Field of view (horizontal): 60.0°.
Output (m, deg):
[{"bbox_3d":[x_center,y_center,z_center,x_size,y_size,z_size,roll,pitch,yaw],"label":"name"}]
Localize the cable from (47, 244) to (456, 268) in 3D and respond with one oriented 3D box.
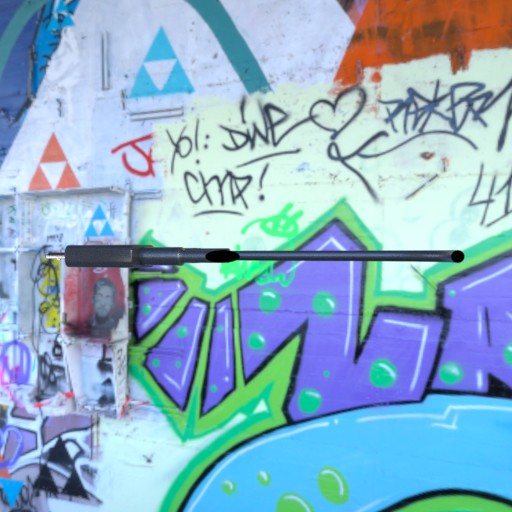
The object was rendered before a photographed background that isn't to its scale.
[{"bbox_3d":[0.000,0.000,0.114,0.098,0.006,0.040,0,0,18],"label":"cable"}]
